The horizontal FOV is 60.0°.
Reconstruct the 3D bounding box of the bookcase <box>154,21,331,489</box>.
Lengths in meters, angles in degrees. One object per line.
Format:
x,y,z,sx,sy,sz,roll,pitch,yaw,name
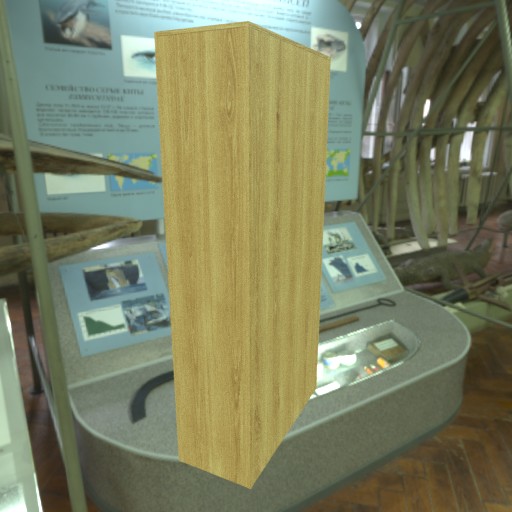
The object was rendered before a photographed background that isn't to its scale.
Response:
0.000,0.000,2.334,0.420,2.020,0.950,8,18,26,bookcase
